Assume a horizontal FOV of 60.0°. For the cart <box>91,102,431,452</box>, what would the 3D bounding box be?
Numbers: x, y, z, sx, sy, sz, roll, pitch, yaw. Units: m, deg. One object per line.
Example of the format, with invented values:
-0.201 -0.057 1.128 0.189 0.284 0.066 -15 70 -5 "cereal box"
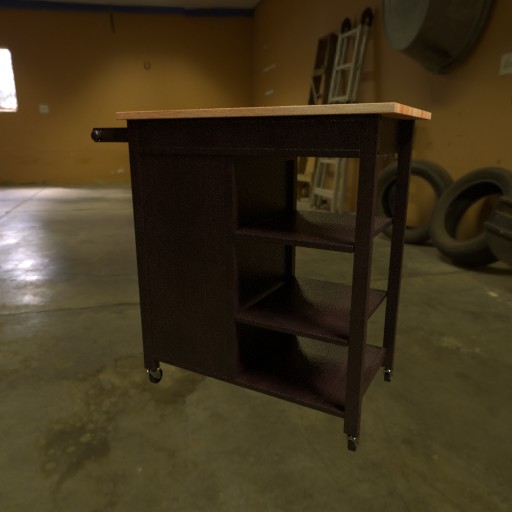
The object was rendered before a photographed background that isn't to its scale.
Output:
0.000 0.000 1.430 0.914 0.878 0.472 8 17 28 "cart"
